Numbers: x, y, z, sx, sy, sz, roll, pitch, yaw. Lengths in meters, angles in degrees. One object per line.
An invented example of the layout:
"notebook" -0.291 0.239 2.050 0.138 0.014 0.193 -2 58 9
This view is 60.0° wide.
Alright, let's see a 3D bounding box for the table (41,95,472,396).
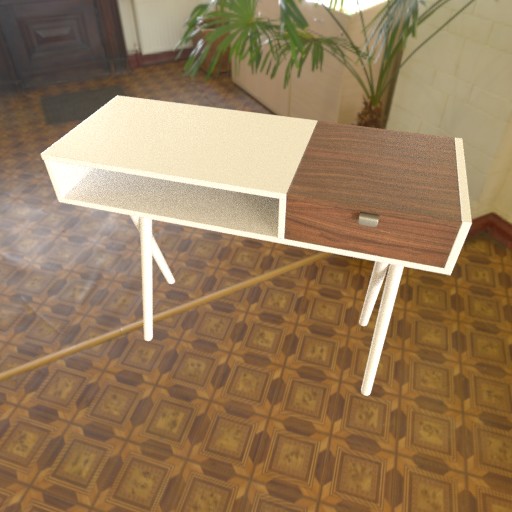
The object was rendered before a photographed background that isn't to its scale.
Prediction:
"table" 0.000 0.000 1.450 1.066 0.785 0.418 11 43 12
